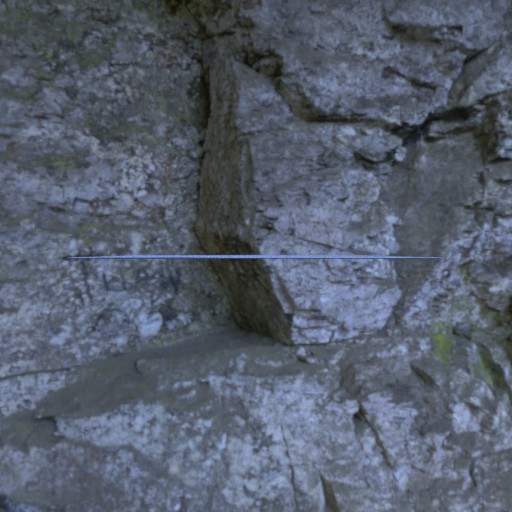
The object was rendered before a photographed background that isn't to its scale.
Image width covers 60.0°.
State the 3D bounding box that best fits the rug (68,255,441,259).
[{"bbox_3d":[0.000,0.000,2.199,1.135,0.010,1.740,0,0,1],"label":"rug"}]
